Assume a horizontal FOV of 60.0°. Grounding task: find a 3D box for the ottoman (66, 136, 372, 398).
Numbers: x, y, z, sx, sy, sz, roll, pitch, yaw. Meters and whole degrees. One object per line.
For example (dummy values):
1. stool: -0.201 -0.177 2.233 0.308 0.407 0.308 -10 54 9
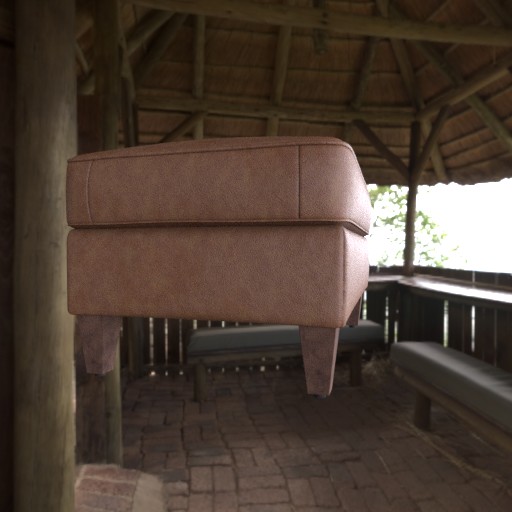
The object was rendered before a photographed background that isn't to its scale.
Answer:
1. ottoman: 0.000 0.000 1.189 0.584 0.483 0.864 0 1 17
